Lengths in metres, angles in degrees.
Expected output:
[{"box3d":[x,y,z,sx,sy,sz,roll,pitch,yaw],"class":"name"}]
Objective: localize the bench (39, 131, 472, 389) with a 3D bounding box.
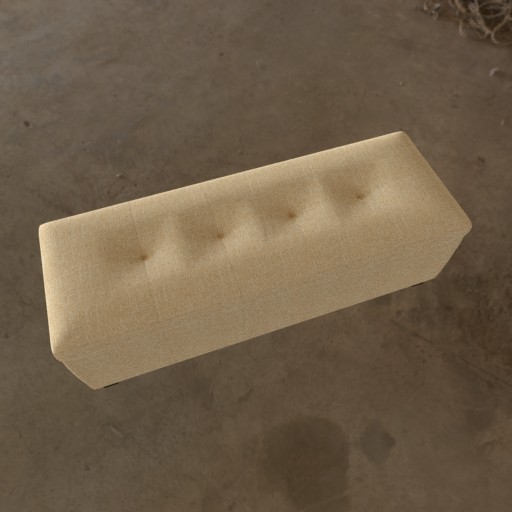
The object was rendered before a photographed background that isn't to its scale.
[{"box3d":[0.000,0.000,1.449,1.219,0.406,0.432,-16,60,-10],"class":"bench"}]
